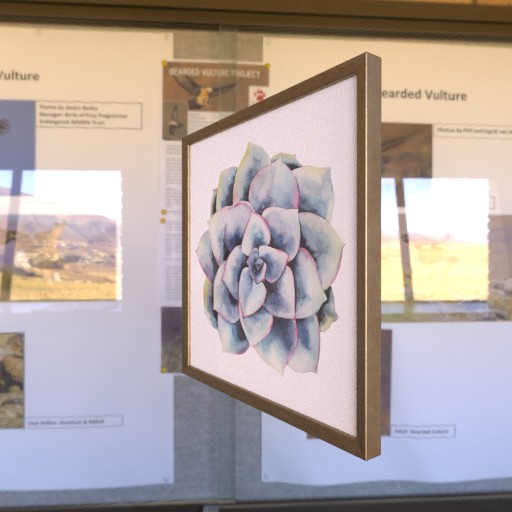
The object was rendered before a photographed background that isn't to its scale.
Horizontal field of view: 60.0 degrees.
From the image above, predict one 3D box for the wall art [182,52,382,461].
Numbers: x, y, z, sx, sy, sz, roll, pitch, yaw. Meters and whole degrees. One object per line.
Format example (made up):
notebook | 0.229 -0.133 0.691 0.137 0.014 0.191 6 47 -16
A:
wall art | 0.000 0.000 0.759 0.030 0.506 0.503 0 0 -36
